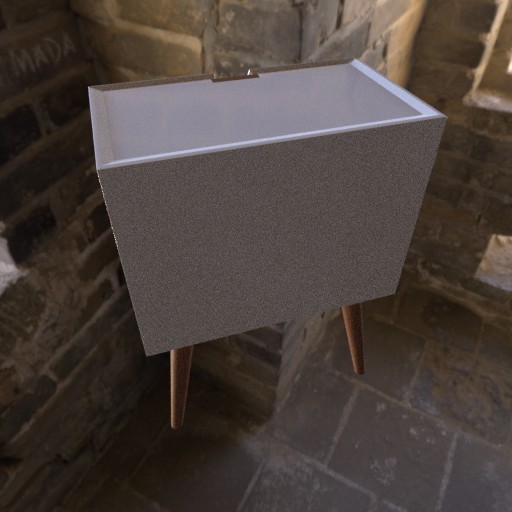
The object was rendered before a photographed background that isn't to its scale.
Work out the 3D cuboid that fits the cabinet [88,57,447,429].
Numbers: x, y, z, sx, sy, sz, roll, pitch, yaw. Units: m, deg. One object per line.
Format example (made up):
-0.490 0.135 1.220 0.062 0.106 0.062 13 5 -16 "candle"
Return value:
0.000 0.000 1.079 0.591 0.772 0.344 -12 43 -13 "cabinet"
